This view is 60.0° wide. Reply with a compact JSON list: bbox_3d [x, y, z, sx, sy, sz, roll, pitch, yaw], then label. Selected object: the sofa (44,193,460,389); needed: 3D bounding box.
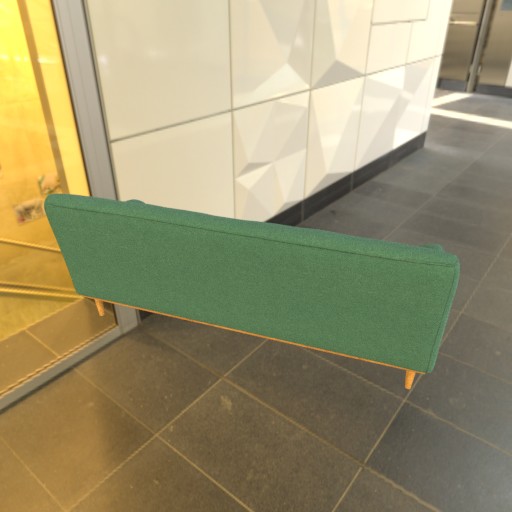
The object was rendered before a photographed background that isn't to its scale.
[{"bbox_3d":[0.000,0.000,2.571,2.057,0.871,0.978,10,32,16],"label":"sofa"}]
